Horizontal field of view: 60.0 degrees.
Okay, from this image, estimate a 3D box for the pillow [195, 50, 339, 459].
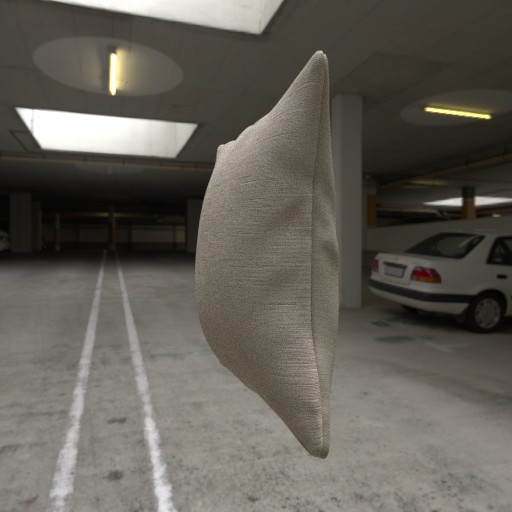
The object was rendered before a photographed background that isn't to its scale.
[{"bbox_3d":[0.000,0.000,0.651,0.162,0.420,0.437,0,1,-18],"label":"pillow"}]
